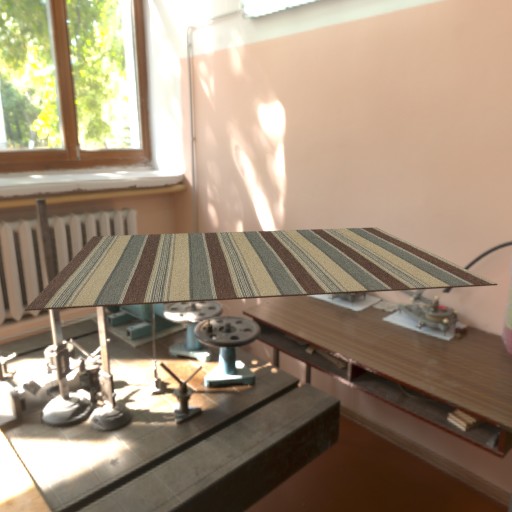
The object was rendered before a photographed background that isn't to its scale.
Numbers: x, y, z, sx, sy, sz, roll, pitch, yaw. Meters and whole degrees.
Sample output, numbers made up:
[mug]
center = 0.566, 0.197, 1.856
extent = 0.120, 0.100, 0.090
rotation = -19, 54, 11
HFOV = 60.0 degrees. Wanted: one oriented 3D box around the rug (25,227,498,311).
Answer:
[rug]
center = 0.000, 0.000, 2.268
extent = 1.829, 0.008, 1.219
rotation = -2, 15, -9
